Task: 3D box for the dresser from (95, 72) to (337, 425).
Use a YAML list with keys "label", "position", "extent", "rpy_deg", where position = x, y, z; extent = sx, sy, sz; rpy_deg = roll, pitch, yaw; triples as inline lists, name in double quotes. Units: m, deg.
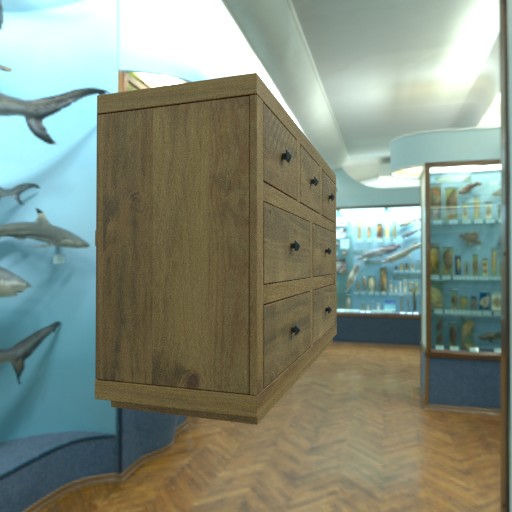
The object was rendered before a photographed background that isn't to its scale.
- label: "dresser"
  position: [0.000, 0.000, 1.679]
  extent: [0.479, 0.825, 1.261]
  rpy_deg: [0, -1, 18]
